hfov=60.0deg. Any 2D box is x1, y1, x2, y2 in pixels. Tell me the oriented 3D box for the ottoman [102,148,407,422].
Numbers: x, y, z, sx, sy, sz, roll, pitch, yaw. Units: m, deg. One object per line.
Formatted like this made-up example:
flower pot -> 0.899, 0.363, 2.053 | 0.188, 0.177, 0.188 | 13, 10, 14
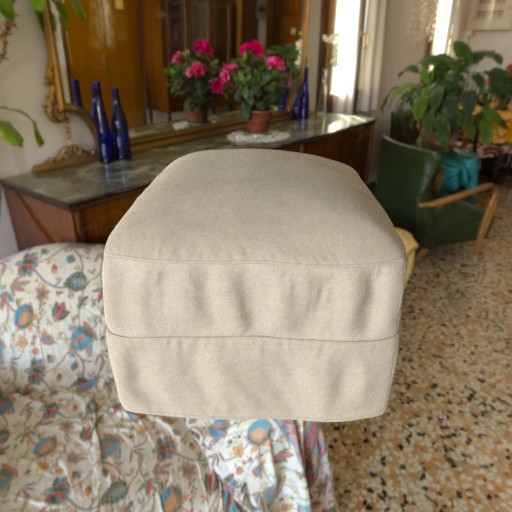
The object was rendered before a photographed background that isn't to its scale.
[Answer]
ottoman -> 0.000, 0.000, 1.114 | 0.584, 0.480, 0.712 | 1, 25, 1
